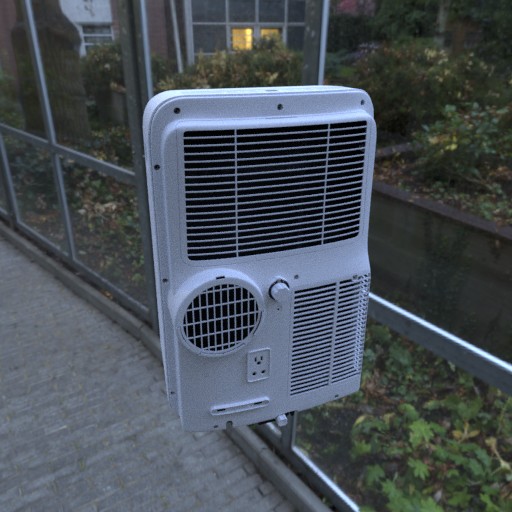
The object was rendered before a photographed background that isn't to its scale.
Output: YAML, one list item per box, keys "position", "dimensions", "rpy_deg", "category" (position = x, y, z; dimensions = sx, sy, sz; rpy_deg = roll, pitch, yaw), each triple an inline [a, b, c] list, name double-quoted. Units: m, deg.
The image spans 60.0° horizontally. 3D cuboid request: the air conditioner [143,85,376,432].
- position: [0.000, 0.000, 0.975]
  dimensions: [0.454, 0.700, 0.365]
  rpy_deg: [-8, 27, -17]
  category: "air conditioner"
